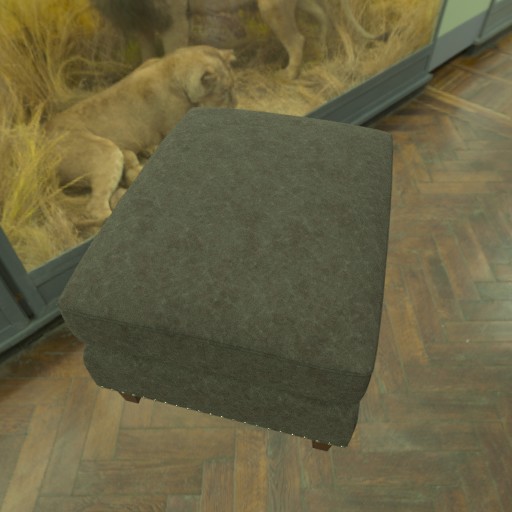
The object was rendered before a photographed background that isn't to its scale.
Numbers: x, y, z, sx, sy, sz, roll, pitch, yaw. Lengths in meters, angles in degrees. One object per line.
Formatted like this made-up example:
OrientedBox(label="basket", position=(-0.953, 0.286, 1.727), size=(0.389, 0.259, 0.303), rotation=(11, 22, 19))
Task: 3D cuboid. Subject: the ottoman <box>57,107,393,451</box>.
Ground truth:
OrientedBox(label="ottoman", position=(0.000, 0.000, 1.113), size=(0.584, 0.513, 0.741), rotation=(10, 48, 10))
